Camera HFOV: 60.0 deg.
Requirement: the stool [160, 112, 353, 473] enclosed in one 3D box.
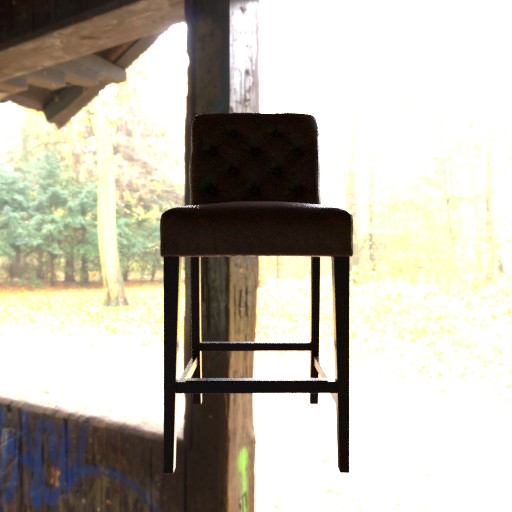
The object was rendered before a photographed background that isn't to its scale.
[{"bbox_3d":[0.000,0.000,1.418,0.486,1.084,0.660,0,0,0],"label":"stool"}]
